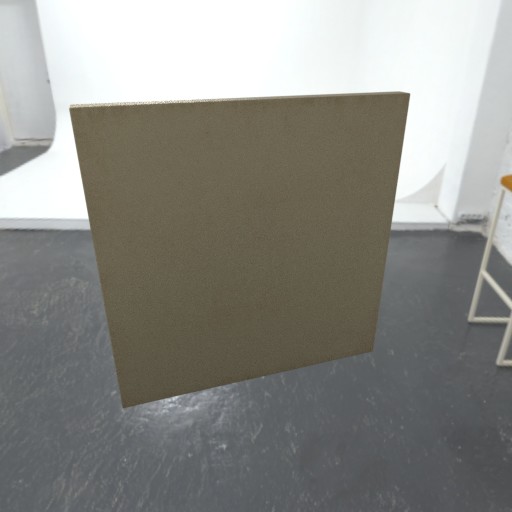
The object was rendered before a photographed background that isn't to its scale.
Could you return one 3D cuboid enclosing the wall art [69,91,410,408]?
[{"bbox_3d":[0.000,0.000,0.750,0.503,0.506,0.030,-8,27,-16],"label":"wall art"}]
